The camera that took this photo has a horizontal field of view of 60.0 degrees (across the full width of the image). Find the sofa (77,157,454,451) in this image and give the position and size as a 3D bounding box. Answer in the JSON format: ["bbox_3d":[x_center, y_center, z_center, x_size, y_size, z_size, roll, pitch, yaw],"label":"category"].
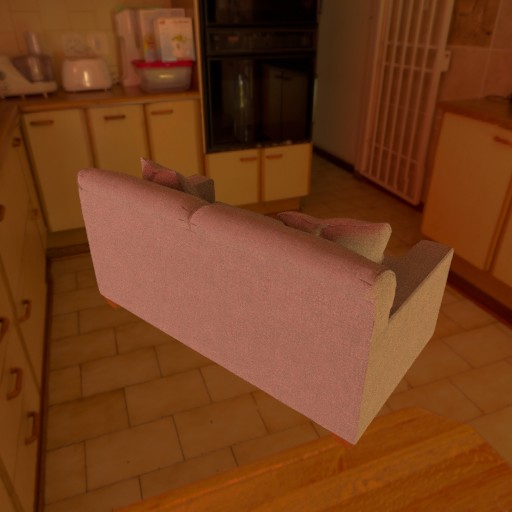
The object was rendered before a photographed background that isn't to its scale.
[{"bbox_3d":[0.000,0.000,2.500,1.846,0.958,1.000,21,35,33],"label":"sofa"}]
